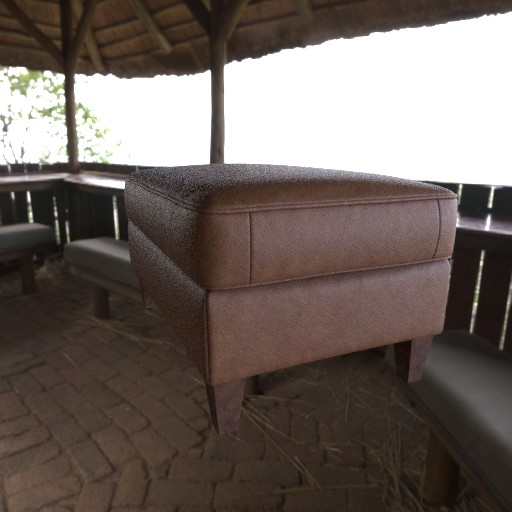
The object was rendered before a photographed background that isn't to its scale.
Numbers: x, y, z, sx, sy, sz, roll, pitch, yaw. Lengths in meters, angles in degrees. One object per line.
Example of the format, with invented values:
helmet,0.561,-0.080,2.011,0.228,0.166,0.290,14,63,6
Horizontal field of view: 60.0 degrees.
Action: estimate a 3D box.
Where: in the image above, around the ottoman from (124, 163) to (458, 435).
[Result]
ottoman,0.000,0.000,1.201,0.584,0.483,0.864,-6,15,-23
